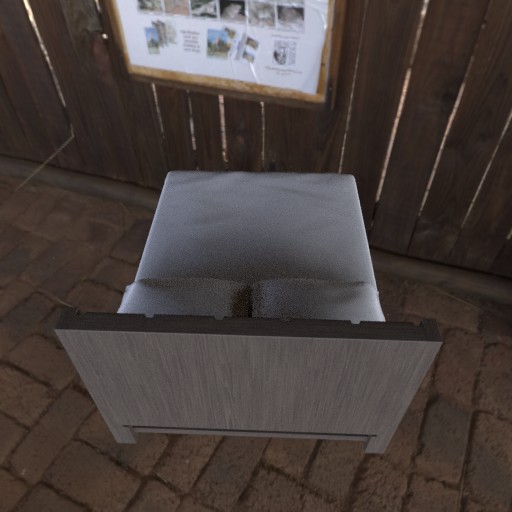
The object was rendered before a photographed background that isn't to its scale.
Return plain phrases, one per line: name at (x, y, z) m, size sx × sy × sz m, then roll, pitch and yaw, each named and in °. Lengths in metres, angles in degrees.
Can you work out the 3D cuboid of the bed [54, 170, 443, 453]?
bed at (0.000, 0.000, 3.203) m, size 1.727 × 1.270 × 2.242 m, roll 2°, pitch 46°, yaw 2°
